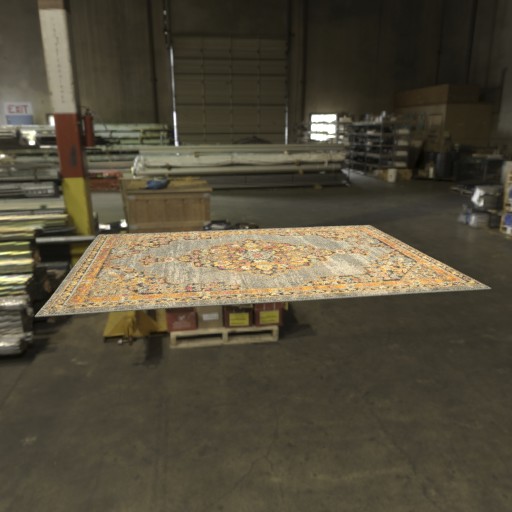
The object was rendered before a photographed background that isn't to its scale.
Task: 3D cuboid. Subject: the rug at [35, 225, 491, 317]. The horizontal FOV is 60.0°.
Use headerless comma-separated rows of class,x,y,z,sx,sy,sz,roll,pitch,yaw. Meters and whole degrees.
rug,0.000,0.000,3.940,3.063,0.024,2.158,-3,16,-9
